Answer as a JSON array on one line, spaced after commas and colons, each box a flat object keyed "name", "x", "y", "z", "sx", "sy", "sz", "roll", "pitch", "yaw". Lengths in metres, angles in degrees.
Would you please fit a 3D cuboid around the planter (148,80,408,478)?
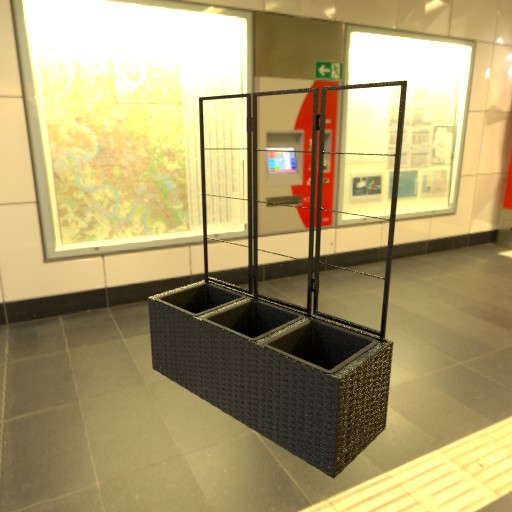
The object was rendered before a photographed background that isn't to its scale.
[{"name": "planter", "x": 0.000, "y": 0.000, "z": 1.177, "sx": 0.698, "sy": 0.841, "sz": 0.244, "roll": 14, "pitch": 21, "yaw": 41}]
